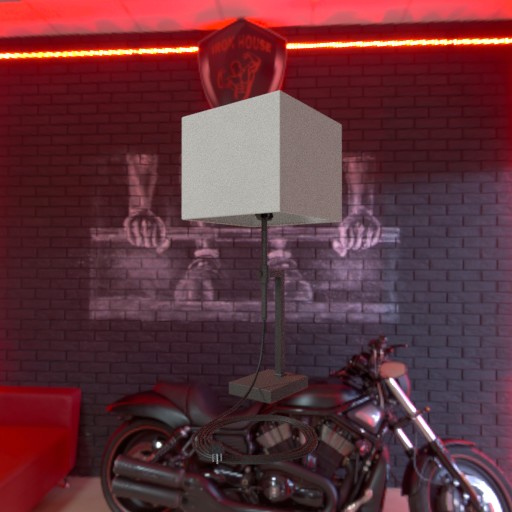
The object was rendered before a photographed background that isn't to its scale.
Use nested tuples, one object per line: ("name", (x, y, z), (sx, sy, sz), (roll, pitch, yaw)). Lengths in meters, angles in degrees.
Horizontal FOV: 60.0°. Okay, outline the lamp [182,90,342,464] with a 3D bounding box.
("lamp", (0.000, 0.000, 0.948), (0.399, 0.660, 0.504), (-1, -1, 37))
